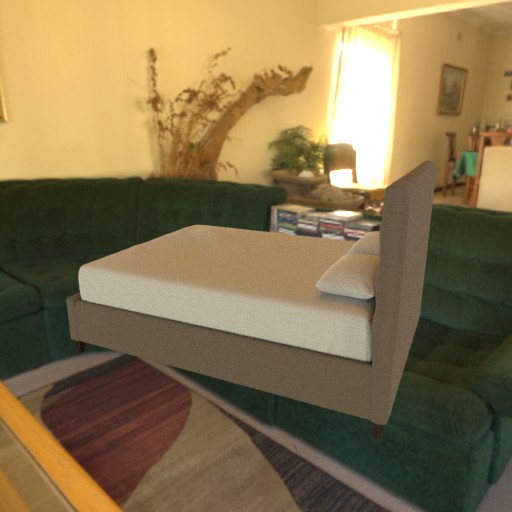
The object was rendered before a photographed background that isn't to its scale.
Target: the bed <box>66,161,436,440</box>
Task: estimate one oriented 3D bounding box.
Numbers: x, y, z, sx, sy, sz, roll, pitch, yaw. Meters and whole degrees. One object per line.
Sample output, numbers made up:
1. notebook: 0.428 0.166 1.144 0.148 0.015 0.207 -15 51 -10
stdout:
1. bed: 0.000 0.000 3.476 2.387 1.427 1.698 8 18 24
